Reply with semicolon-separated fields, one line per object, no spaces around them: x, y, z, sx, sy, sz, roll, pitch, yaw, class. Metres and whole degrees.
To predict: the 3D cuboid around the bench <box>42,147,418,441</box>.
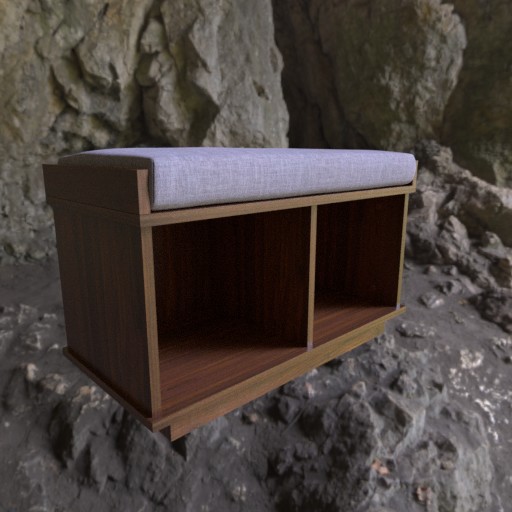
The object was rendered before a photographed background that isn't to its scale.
0.000;0.000;0.973;0.734;0.461;0.362;-12;18;-42;bench
